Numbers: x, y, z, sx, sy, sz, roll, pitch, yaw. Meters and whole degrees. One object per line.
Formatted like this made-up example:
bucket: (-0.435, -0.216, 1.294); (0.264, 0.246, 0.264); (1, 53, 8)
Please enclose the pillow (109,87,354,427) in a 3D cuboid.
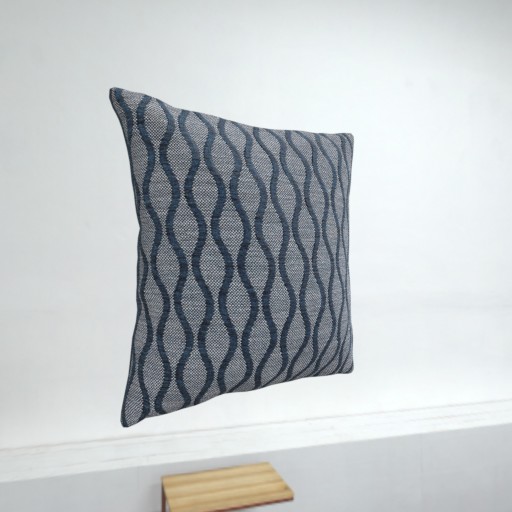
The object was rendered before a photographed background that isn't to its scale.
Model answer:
pillow: (0.000, 0.000, 0.674); (0.435, 0.435, 0.159); (-1, 2, -36)
